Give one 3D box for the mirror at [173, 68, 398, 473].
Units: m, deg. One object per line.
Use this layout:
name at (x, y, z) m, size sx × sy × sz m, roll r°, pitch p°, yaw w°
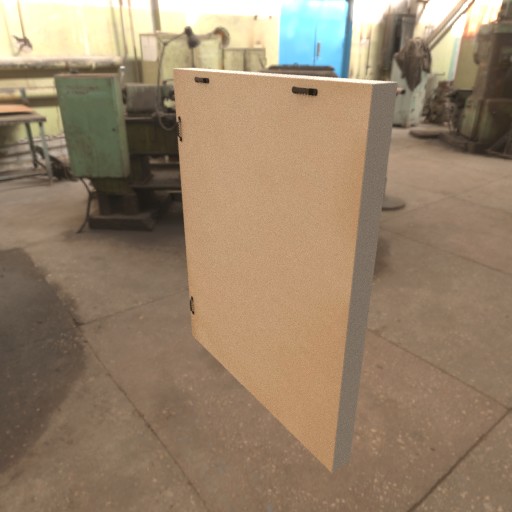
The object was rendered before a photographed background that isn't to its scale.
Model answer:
mirror at (0.000, 0.000, 0.668) m, size 0.041 × 0.509 × 0.406 m, roll -17°, pitch 30°, yaw -32°
